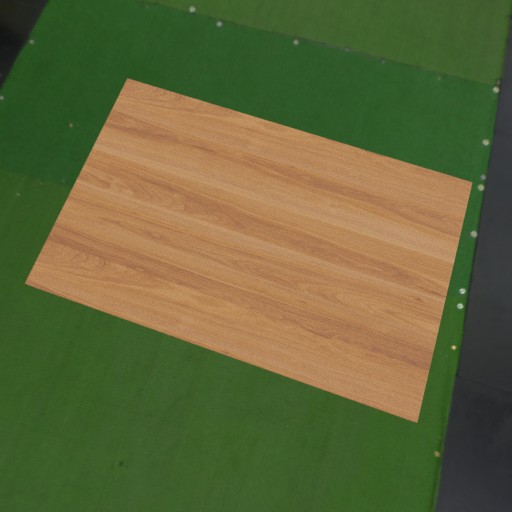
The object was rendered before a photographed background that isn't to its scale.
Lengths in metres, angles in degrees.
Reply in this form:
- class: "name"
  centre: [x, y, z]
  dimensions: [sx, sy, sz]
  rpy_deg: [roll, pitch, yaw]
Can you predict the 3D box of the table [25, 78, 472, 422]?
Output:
- class: "table"
  centre: [0.000, 0.000, 1.501]
  dimensions: [1.100, 0.510, 0.700]
  rpy_deg: [18, 75, 5]
